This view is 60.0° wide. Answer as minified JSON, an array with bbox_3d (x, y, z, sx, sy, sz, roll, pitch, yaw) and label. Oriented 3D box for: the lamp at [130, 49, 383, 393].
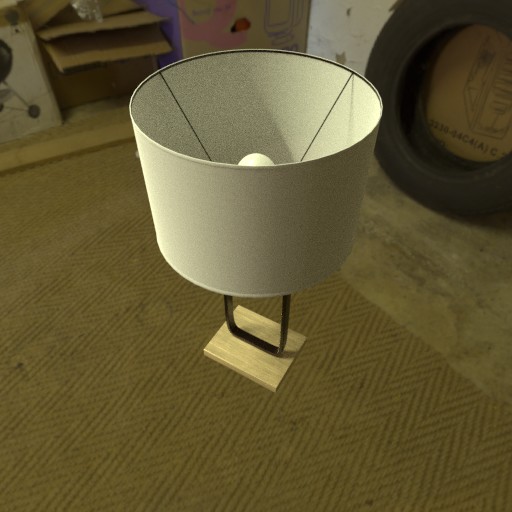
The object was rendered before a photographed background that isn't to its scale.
[{"bbox_3d":[0.000,0.000,0.677,0.279,0.508,0.279,23,49,21],"label":"lamp"}]
